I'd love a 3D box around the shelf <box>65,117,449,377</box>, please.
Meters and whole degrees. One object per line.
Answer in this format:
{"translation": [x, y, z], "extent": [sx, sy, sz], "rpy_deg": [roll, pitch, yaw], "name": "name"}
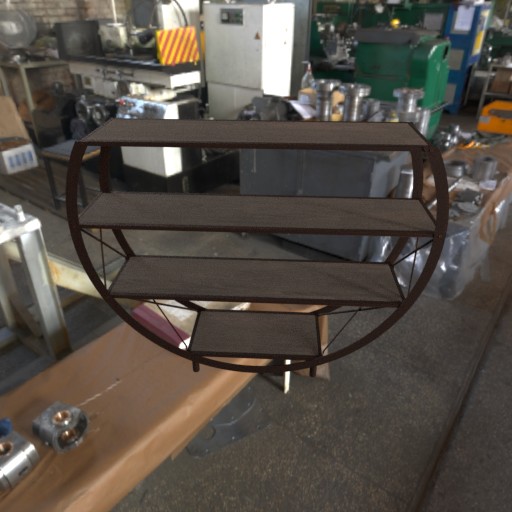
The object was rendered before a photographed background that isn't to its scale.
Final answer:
{"translation": [0.000, 0.000, 1.893], "extent": [1.403, 1.063, 0.344], "rpy_deg": [2, 30, 3], "name": "shelf"}
